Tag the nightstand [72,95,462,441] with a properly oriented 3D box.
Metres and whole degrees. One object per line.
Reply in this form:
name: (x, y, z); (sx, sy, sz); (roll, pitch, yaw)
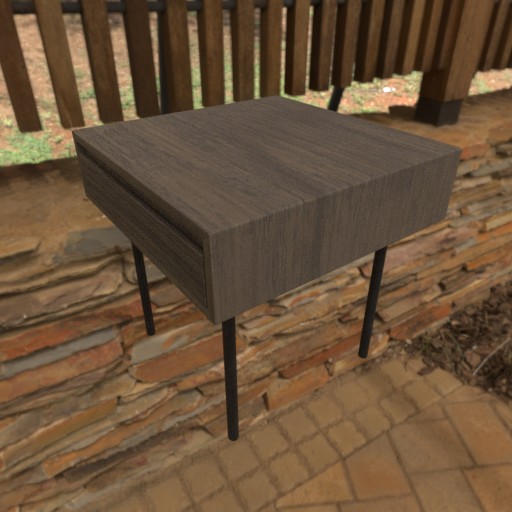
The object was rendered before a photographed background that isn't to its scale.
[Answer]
nightstand: (0.000, 0.000, 0.926); (0.503, 0.497, 0.502); (-21, 38, -30)
